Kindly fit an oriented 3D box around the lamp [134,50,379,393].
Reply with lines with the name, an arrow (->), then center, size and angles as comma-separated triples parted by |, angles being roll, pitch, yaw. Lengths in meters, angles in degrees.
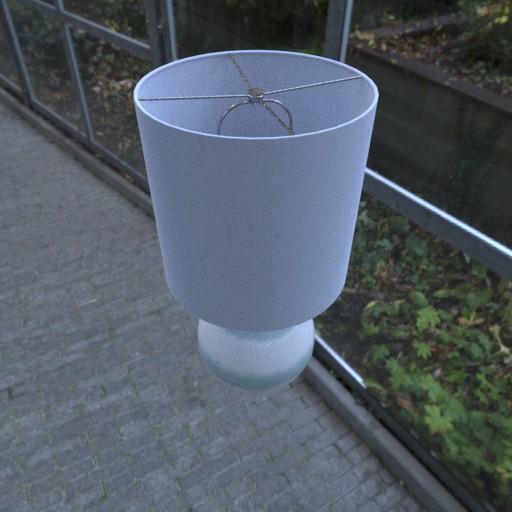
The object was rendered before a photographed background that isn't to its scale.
lamp -> 0.000, 0.000, 0.530 | 0.217, 0.404, 0.217 | -10, 41, -12
